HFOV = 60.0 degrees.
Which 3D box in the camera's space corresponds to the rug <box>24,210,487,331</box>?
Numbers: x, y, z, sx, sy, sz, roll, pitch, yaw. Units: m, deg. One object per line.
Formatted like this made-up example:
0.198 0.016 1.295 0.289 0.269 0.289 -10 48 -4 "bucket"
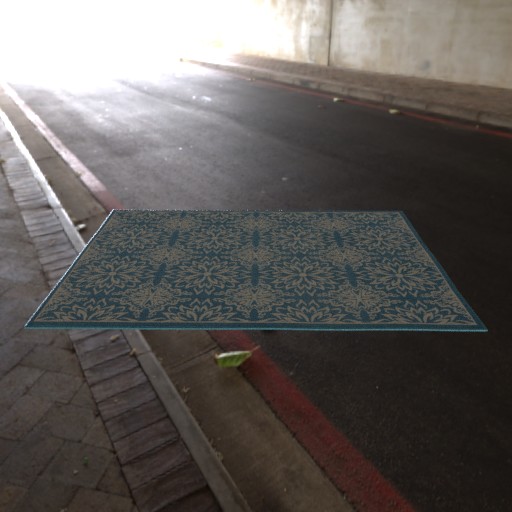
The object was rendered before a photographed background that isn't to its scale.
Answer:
0.000 0.000 2.279 1.833 0.012 1.211 0 28 0 "rug"
